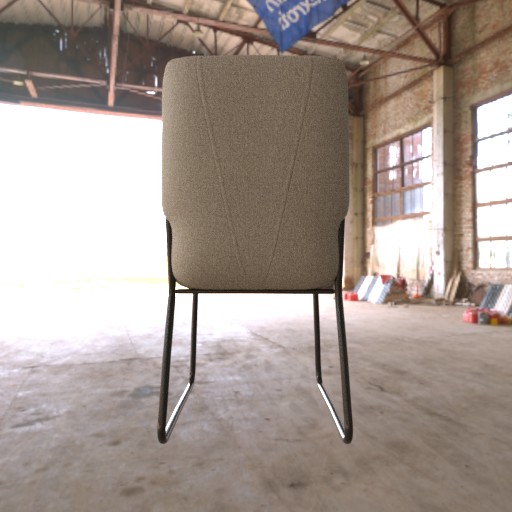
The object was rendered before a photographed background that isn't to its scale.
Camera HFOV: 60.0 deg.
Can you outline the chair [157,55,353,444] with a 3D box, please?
[{"bbox_3d":[0.000,0.000,1.193,0.448,0.864,0.560,0,0,0],"label":"chair"}]
